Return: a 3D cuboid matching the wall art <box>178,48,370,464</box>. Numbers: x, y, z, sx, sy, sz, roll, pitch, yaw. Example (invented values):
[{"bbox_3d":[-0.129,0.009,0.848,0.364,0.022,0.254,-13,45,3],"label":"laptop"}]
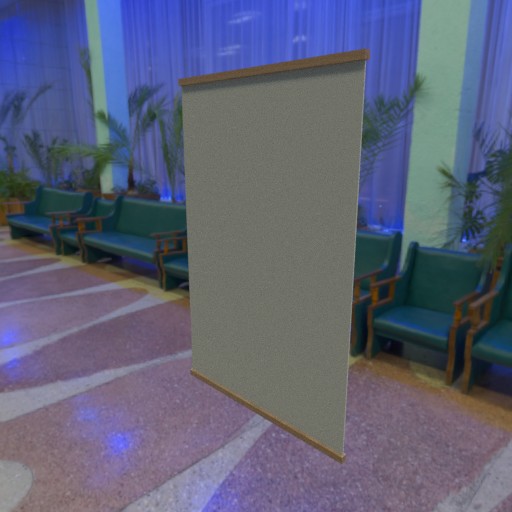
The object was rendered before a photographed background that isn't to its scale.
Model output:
[{"bbox_3d":[0.000,0.000,1.917,0.030,1.519,0.990,-14,20,-43],"label":"wall art"}]
